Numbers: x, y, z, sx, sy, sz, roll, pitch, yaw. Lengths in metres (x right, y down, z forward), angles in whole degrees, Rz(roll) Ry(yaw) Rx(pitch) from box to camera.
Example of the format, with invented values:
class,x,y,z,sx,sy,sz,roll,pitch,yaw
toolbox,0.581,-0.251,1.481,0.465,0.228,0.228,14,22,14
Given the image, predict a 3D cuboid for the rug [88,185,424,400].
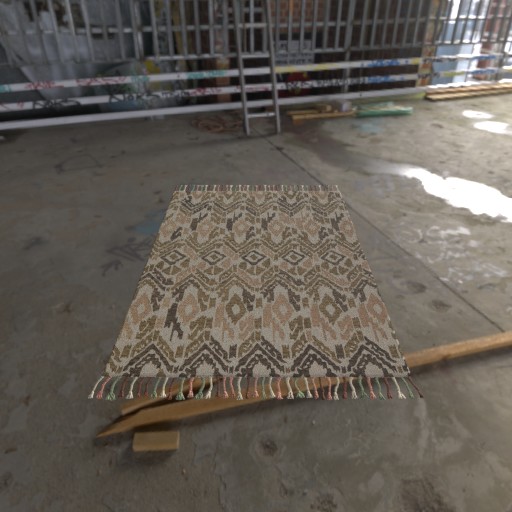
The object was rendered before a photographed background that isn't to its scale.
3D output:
class,x,y,z,sx,sy,sz,roll,pitch,yaw
rug,0.000,0.000,3.028,1.524,0.008,2.438,0,32,0
